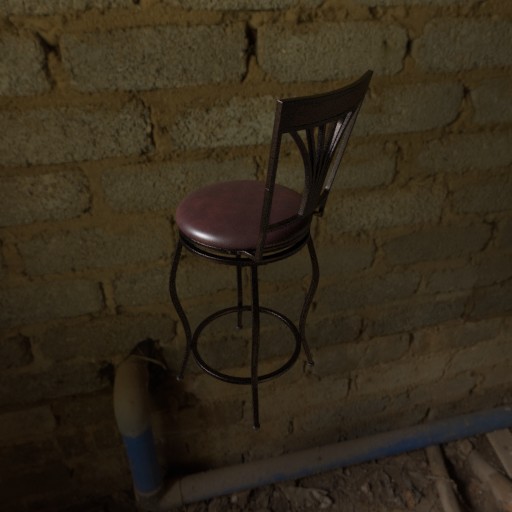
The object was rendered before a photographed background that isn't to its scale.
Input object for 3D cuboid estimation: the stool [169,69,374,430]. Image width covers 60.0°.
[{"bbox_3d":[0.000,0.000,1.438,0.514,1.117,0.433,22,38,30],"label":"stool"}]
